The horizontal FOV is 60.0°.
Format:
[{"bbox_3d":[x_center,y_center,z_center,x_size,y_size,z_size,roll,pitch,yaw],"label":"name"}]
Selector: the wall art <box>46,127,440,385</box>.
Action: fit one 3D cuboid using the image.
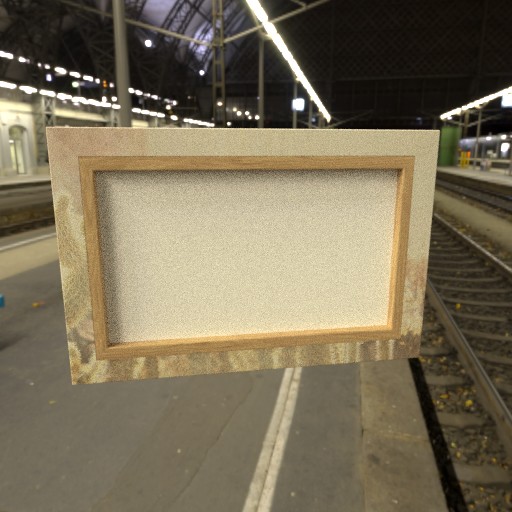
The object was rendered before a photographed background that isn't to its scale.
[{"bbox_3d":[0.000,0.000,1.376,1.142,0.758,0.041,-2,13,-9],"label":"wall art"}]
